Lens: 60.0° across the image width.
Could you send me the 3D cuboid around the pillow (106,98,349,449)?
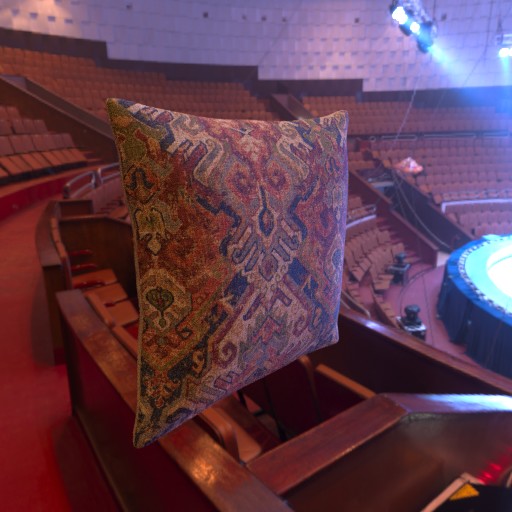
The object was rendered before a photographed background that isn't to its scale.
[{"bbox_3d":[0.000,0.000,0.782,0.523,0.506,0.166,-15,21,-42],"label":"pillow"}]
